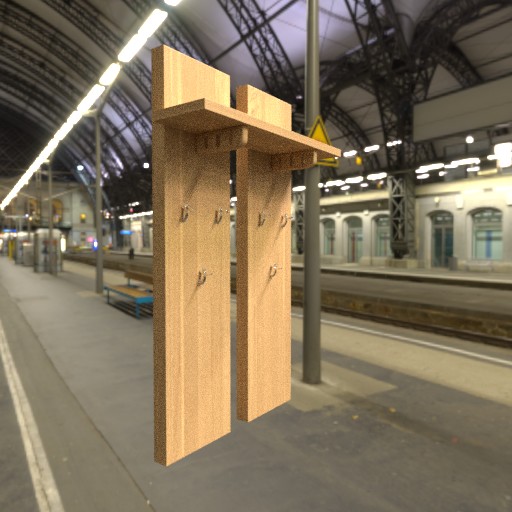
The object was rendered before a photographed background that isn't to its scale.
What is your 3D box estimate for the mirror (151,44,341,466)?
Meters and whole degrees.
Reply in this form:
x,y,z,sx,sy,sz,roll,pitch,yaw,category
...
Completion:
x,y,z,sx,sy,sz,roll,pitch,yaw,category
0.000,0.000,1.551,0.260,1.250,0.800,1,2,36,mirror
